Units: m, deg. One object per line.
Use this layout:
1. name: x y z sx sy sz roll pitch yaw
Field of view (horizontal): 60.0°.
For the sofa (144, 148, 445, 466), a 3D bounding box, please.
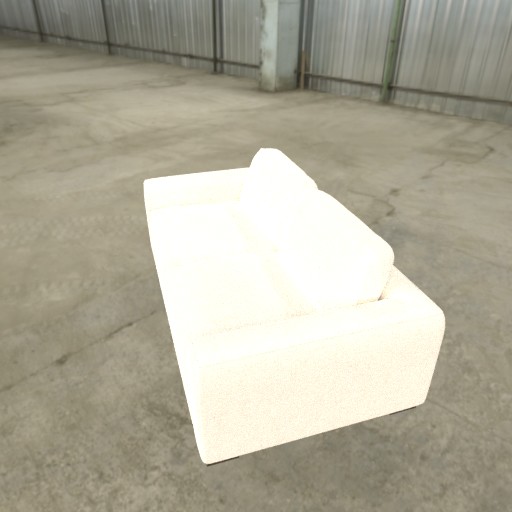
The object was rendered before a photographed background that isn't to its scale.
1. sofa: 0.000 0.000 2.509 1.069 0.801 1.920 -9 32 -15
